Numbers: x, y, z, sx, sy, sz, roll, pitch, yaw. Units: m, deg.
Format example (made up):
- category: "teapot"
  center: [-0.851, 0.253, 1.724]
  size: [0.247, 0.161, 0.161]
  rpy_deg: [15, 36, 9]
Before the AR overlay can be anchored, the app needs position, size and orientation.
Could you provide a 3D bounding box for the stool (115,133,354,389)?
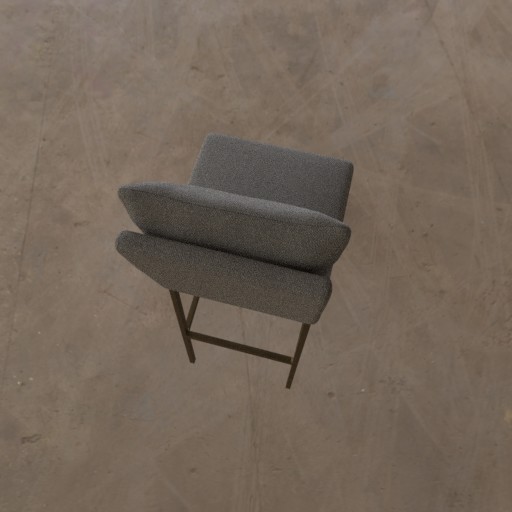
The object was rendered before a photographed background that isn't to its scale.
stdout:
- category: "stool"
  center: [0.000, 0.000, 1.387]
  size: [0.463, 1.132, 0.569]
  rpy_deg: [13, 65, 6]
